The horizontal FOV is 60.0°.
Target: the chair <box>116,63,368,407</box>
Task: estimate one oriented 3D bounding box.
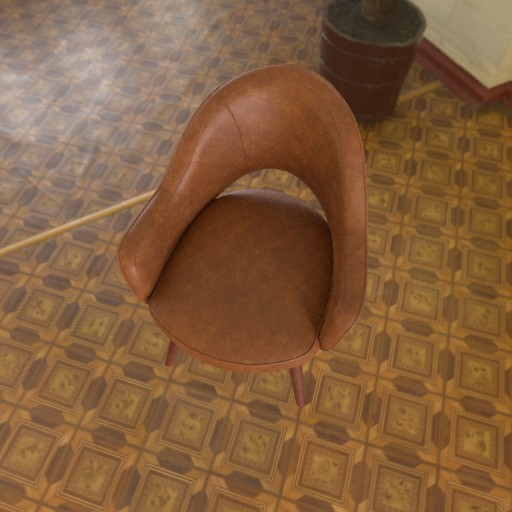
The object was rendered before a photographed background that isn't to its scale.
[{"bbox_3d":[0.000,0.000,1.240,0.591,0.777,0.640,14,59,9],"label":"chair"}]
